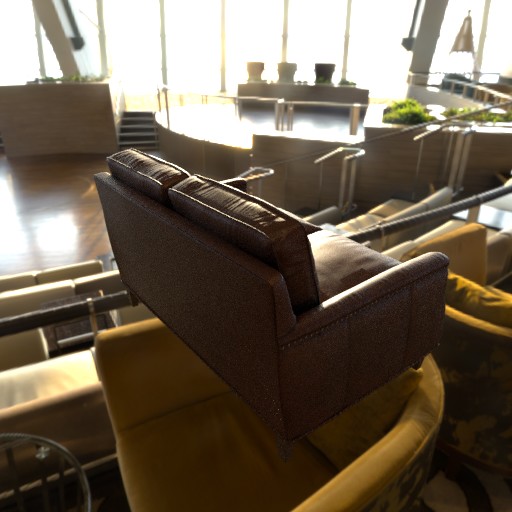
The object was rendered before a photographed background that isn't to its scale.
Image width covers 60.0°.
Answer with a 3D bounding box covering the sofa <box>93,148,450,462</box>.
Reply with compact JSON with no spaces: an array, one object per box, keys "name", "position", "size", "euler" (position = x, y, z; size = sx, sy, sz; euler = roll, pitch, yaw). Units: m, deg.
[{"name":"sofa","position":[0.000,0.000,2.294],"size":[1.083,1.003,1.628],"euler":[-19,32,-33]}]
